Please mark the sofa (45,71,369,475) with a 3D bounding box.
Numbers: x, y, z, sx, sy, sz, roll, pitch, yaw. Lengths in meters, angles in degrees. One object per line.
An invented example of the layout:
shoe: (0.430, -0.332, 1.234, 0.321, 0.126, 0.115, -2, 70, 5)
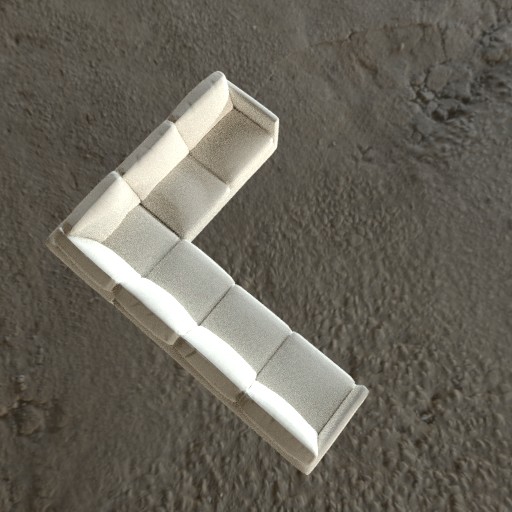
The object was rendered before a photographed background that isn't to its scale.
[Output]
sofa: (0.000, 0.000, 4.524, 3.302, 0.947, 2.593, 39, 78, 10)
